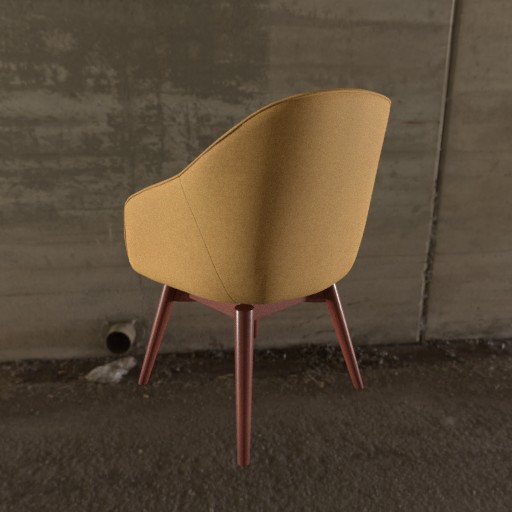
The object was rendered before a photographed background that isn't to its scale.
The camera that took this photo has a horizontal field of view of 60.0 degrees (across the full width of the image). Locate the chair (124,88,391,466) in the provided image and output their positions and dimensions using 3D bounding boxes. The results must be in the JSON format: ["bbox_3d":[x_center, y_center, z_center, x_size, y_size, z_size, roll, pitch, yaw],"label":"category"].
[{"bbox_3d":[0.000,0.000,1.217,0.596,0.823,0.635,-14,21,-41],"label":"chair"}]
